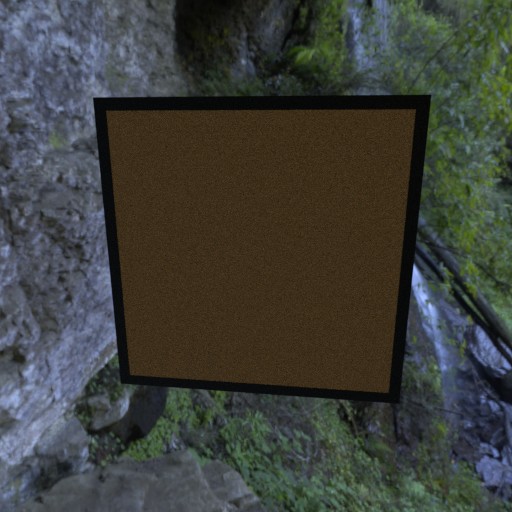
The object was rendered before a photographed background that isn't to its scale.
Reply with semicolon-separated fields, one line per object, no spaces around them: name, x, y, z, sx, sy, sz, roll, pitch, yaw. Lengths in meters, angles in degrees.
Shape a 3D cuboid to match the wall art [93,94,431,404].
wall art;0.000;0.000;0.750;0.508;0.508;0.038;2;16;7
